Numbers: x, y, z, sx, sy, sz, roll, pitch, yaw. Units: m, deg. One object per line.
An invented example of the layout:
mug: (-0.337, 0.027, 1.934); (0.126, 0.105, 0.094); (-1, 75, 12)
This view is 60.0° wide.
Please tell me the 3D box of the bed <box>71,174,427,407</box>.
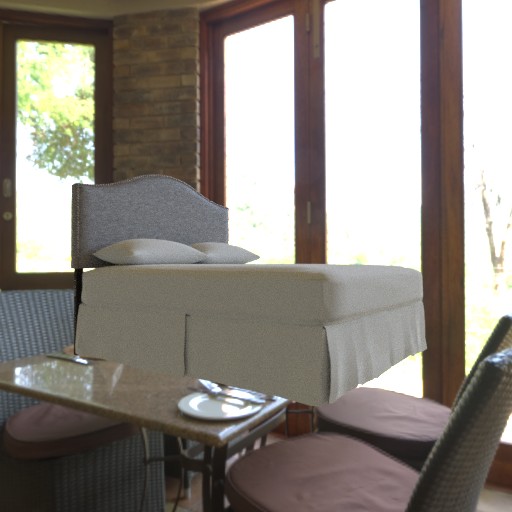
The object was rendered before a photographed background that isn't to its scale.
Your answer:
bed: (0.000, 0.000, 3.002); (1.870, 1.295, 1.610); (-1, -1, 35)
